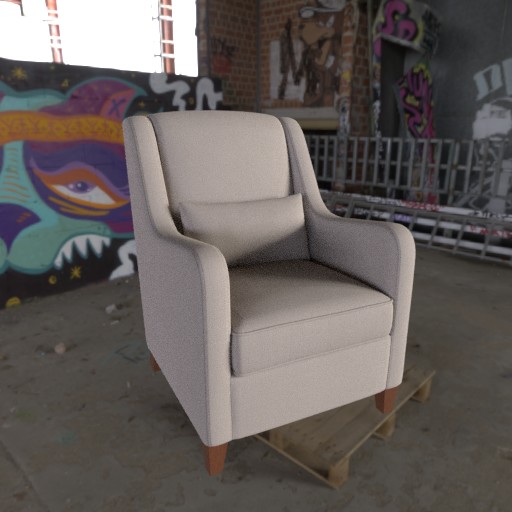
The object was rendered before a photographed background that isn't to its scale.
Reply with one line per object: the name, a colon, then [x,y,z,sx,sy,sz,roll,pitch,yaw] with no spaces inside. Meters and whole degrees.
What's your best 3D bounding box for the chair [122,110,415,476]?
chair: [0.000,0.000,1.587,0.715,1.010,0.863,-8,18,-25]
